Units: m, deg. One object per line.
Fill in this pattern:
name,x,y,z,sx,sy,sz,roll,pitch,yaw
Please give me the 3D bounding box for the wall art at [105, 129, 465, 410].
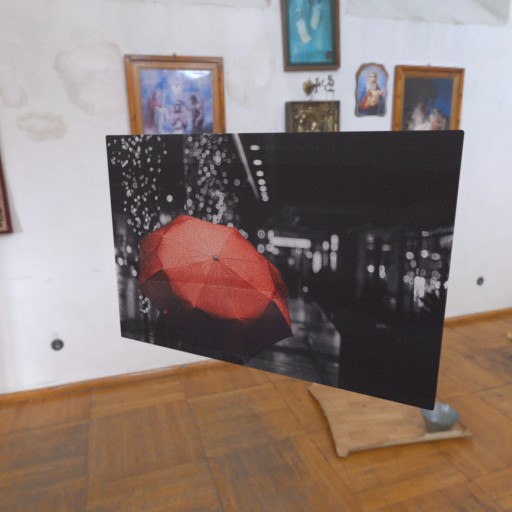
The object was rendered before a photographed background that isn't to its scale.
wall art,0.000,0.000,0.760,0.609,0.406,0.037,7,15,25
